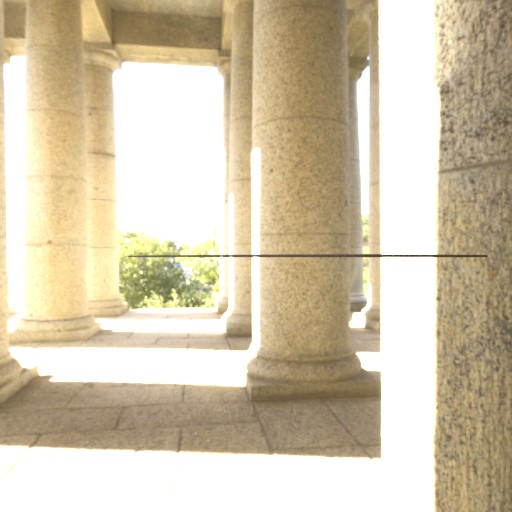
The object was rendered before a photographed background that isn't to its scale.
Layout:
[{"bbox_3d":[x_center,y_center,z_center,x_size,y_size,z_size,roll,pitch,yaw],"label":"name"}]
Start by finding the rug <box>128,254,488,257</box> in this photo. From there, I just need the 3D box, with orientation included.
[{"bbox_3d":[0.000,0.000,2.682,0.685,0.013,2.437,0,0,-37],"label":"rug"}]
